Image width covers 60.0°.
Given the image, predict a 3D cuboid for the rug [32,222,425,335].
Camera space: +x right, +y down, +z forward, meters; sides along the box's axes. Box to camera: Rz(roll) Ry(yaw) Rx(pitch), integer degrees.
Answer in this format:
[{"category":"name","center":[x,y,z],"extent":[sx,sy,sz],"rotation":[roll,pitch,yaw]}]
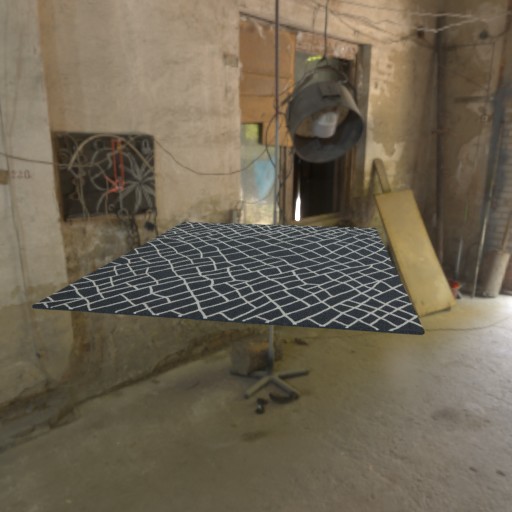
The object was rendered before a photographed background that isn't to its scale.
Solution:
[{"category":"rug","center":[0.000,0.000,4.112],"extent":[2.439,0.022,3.047],"rotation":[2,15,9]}]
